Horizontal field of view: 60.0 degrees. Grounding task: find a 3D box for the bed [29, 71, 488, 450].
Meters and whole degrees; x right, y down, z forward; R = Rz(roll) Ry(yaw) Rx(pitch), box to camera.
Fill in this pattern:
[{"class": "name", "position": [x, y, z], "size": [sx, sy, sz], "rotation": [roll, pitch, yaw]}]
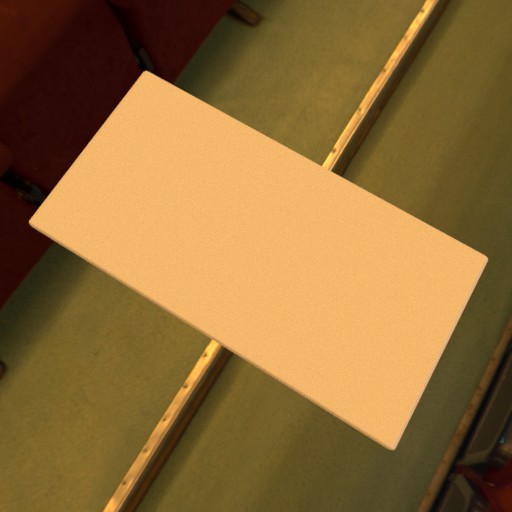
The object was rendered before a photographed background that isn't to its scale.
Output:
[{"class": "bed", "position": [0.000, 0.000, 2.313], "size": [1.902, 0.616, 0.961], "rotation": [30, 78, 7]}]
